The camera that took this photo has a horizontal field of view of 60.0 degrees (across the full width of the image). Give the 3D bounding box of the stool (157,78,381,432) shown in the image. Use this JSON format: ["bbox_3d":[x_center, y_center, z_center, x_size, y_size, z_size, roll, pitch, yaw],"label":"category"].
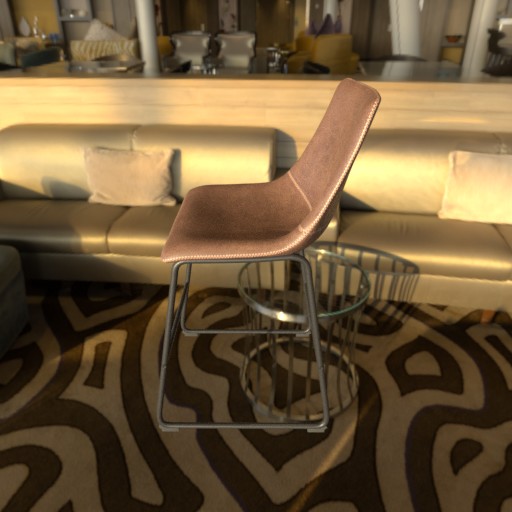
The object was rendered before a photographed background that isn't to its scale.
[{"bbox_3d":[0.000,0.000,1.234,0.550,0.890,0.460,0,28,0],"label":"stool"}]
